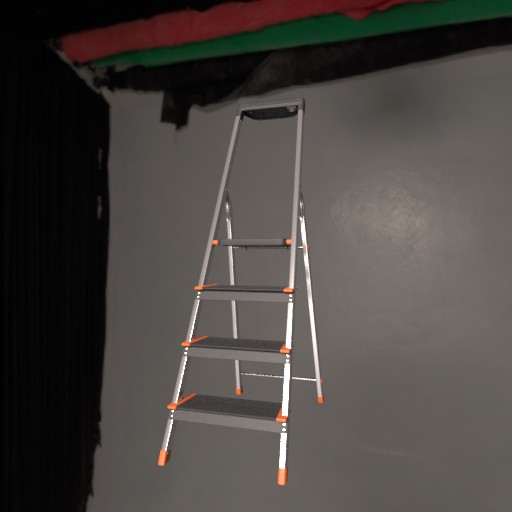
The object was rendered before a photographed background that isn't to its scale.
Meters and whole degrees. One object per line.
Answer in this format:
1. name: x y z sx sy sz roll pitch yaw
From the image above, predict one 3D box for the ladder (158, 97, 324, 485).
1. ladder: 0.000 0.000 1.846 0.452 1.429 0.834 0 1 17
